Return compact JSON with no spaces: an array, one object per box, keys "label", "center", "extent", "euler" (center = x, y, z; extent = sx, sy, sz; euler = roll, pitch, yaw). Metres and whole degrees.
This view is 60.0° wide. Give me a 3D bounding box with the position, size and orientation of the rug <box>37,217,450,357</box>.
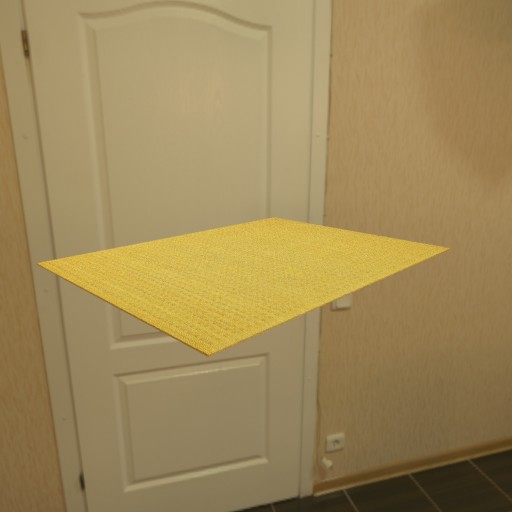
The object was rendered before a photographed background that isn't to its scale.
[{"label":"rug","center":[0.000,0.000,4.356],"extent":[2.486,0.015,3.242],"euler":[15,21,43]}]
